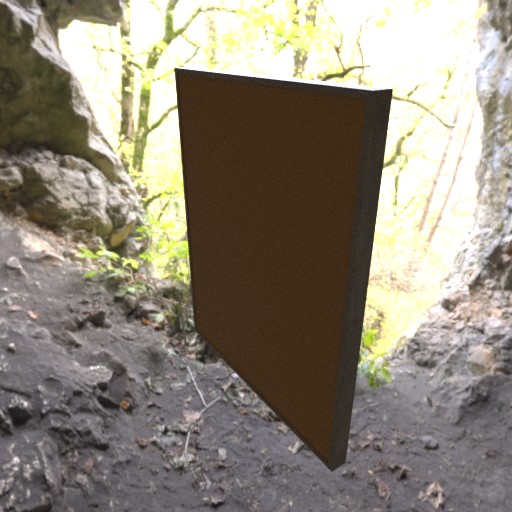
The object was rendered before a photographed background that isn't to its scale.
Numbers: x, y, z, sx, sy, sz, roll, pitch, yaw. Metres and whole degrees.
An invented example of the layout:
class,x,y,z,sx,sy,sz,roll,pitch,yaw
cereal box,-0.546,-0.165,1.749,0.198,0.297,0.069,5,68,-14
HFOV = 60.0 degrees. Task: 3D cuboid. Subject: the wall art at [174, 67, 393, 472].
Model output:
class,x,y,z,sx,sy,sz,roll,pitch,yaw
wall art,0.000,0.000,0.689,0.032,0.521,0.421,-17,31,-31
